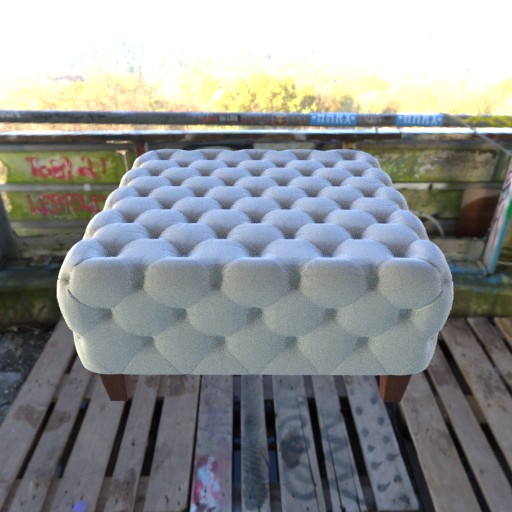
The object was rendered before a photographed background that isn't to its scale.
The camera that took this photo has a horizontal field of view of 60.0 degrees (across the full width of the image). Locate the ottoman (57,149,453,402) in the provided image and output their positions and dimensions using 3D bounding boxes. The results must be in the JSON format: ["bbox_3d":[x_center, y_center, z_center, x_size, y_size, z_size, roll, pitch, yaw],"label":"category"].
[{"bbox_3d":[0.000,0.000,1.185,0.753,0.376,0.755,0,31,0],"label":"ottoman"}]
